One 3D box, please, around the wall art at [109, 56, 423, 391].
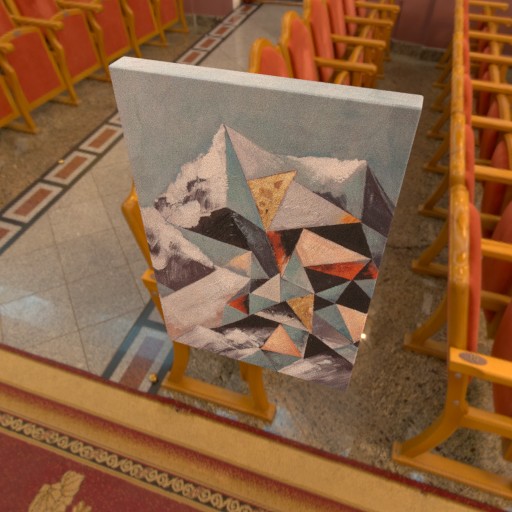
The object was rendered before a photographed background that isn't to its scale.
[{"bbox_3d":[0.000,0.000,1.147,0.609,0.911,0.061,13,45,14],"label":"wall art"}]
